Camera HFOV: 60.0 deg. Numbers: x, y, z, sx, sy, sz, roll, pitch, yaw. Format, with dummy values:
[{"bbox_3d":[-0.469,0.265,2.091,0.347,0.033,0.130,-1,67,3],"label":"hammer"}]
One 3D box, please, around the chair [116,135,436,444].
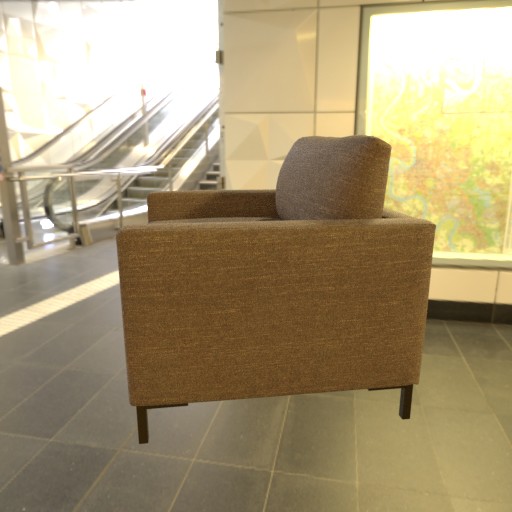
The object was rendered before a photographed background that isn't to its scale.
[{"bbox_3d":[0.000,0.000,1.590,0.845,0.841,0.940,-2,14,-8],"label":"chair"}]
